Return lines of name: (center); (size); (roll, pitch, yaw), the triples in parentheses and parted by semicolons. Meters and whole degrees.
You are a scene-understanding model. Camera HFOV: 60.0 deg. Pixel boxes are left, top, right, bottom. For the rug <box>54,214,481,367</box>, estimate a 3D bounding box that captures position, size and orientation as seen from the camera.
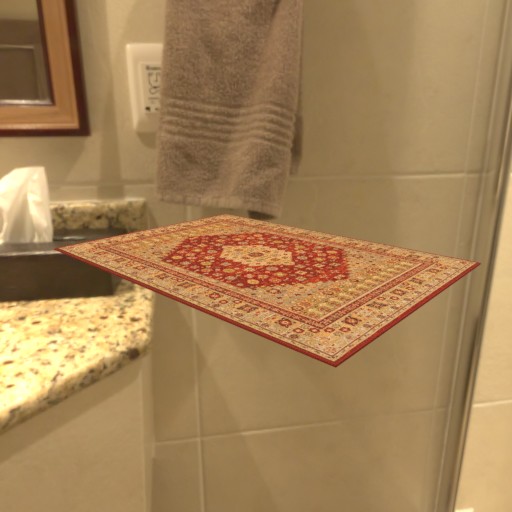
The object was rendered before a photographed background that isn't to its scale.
rug: (0.000, 0.000, 2.818); (2.211, 0.013, 1.593); (15, 22, 40)
